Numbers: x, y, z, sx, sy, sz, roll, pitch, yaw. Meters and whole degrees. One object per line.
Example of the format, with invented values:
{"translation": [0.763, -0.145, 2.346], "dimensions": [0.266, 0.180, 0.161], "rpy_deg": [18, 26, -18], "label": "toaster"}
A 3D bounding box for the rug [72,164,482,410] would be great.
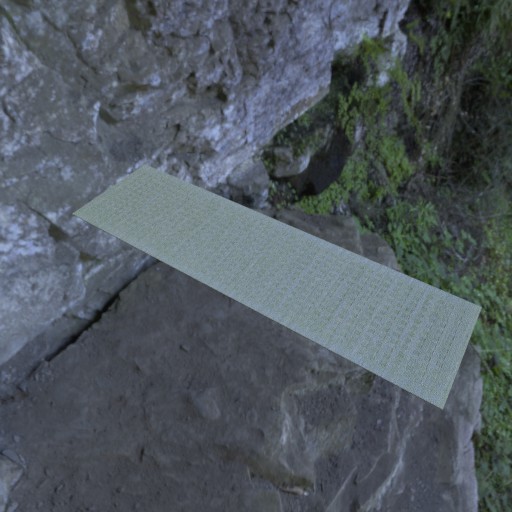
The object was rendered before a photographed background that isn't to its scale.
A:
{"translation": [0.000, 0.000, 2.640], "dimensions": [2.437, 0.006, 0.686], "rpy_deg": [25, 51, 23], "label": "rug"}
